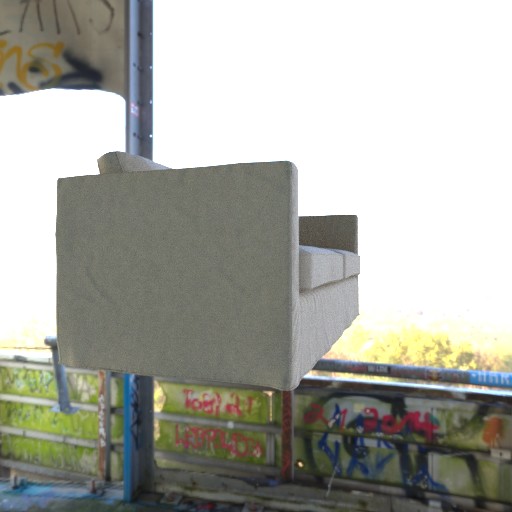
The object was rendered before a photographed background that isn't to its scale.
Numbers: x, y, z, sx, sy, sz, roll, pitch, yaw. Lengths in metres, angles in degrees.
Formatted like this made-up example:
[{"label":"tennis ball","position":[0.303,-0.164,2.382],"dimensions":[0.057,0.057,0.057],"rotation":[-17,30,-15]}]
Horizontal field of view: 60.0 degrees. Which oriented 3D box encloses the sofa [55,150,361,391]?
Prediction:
[{"label":"sofa","position":[0.000,0.000,2.417],"dimensions":[0.962,0.835,1.959],"rotation":[0,0,19]}]
